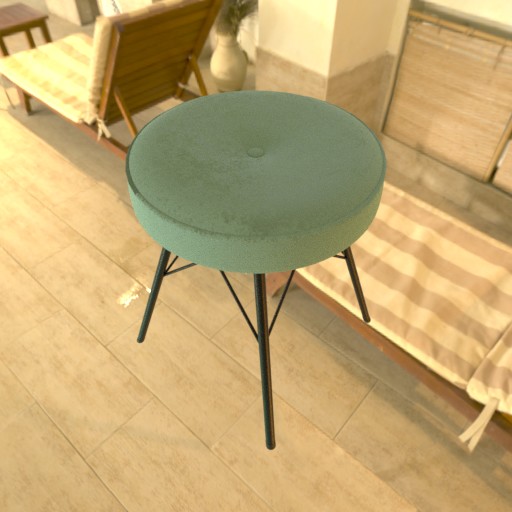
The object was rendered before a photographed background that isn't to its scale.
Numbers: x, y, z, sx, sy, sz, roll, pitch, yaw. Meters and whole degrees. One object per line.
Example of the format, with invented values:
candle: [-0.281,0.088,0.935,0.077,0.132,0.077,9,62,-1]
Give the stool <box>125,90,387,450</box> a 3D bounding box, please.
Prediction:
stool: [0.000,0.000,0.875,0.457,0.519,0.458,-34,55,-28]
